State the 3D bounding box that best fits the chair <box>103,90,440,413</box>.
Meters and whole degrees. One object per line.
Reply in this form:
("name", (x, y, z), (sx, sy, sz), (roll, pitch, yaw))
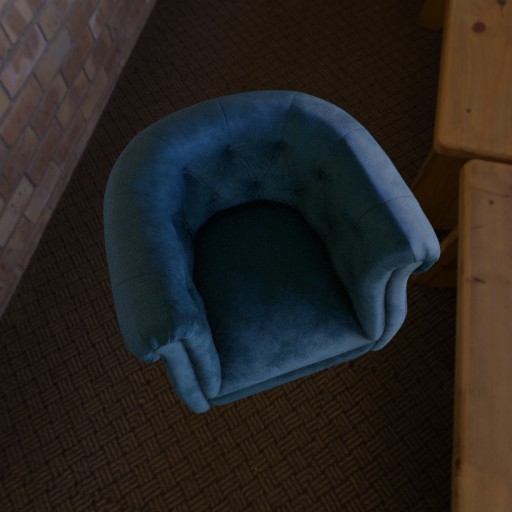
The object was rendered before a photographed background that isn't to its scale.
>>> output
("chair", (0.000, 0.000, 1.598), (0.904, 0.826, 0.851), (-17, 66, -8))
